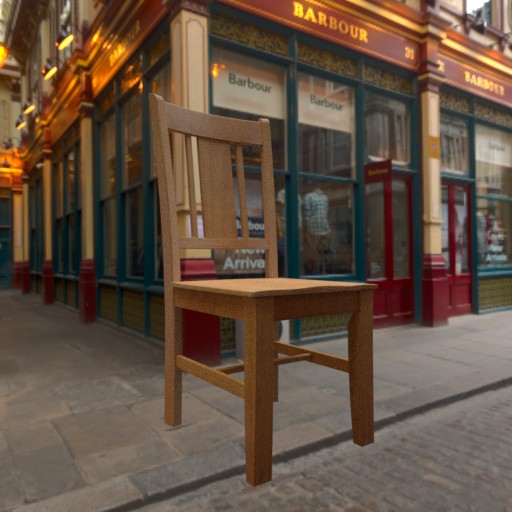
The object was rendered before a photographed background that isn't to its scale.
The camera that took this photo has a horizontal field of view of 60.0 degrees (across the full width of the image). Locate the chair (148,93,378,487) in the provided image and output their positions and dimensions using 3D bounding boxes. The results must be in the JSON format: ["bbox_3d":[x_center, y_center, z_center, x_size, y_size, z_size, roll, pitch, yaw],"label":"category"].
[{"bbox_3d":[0.000,0.000,1.288,0.450,0.998,0.556,0,0,-36],"label":"chair"}]
